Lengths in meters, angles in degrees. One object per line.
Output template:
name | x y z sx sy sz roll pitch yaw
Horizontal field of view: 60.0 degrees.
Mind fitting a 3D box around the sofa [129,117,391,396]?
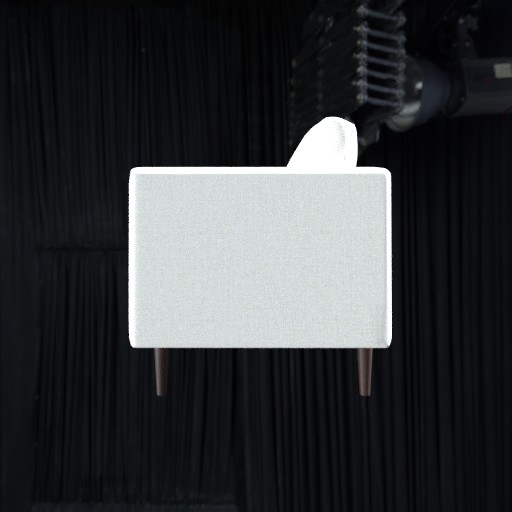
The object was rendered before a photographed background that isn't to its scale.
sofa | 0.000 0.000 1.986 0.796 0.908 1.430 0 -1 0
